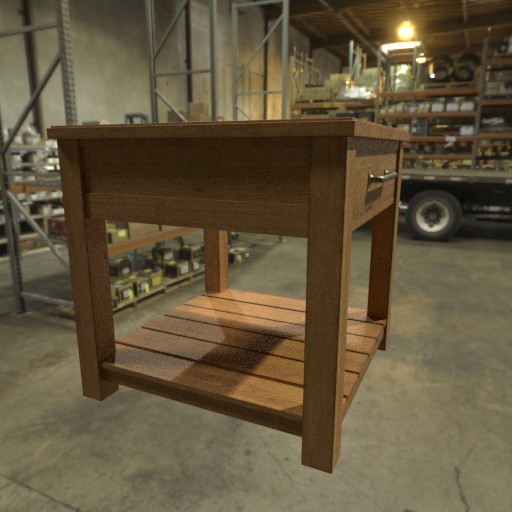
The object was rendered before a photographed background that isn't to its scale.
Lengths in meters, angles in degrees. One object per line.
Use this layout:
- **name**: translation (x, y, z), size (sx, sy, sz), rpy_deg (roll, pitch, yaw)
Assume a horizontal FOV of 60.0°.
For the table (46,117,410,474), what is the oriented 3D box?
- **table**: translation (0.000, 0.000, 1.075), size (0.612, 0.593, 0.616), rpy_deg (6, 15, 25)
